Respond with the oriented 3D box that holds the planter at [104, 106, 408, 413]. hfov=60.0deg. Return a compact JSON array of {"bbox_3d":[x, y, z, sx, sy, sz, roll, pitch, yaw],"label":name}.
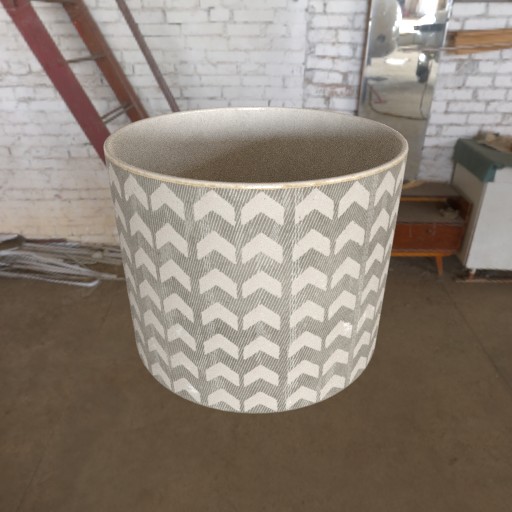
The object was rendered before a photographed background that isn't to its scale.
[{"bbox_3d":[0.000,0.000,0.332,0.190,0.181,0.190,0,29,0],"label":"planter"}]
